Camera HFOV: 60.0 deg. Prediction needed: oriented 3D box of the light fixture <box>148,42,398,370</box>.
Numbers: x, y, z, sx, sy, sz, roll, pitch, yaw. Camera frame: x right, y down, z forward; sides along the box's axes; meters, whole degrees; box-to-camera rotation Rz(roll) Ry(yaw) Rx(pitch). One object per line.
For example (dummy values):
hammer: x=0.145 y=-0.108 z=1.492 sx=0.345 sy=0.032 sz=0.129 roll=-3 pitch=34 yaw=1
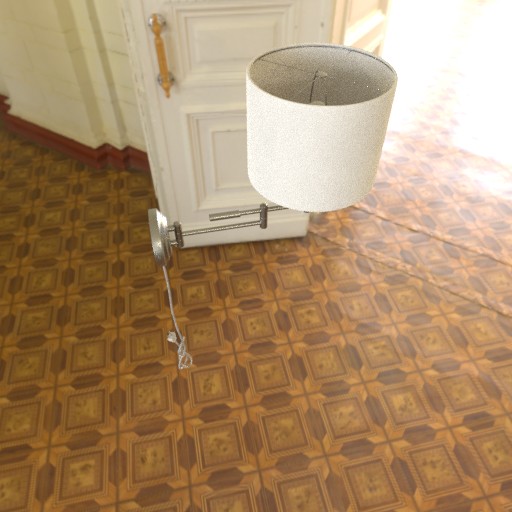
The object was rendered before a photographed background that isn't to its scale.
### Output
light fixture: x=0.000 y=0.000 z=1.029 sx=0.479 sy=0.842 sz=0.253 roll=-9 pitch=46 yaw=-9
